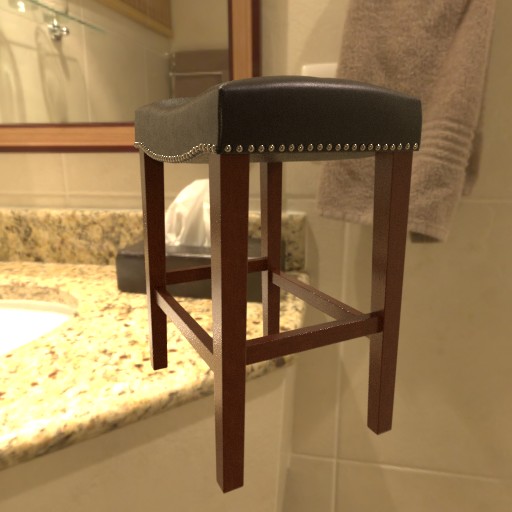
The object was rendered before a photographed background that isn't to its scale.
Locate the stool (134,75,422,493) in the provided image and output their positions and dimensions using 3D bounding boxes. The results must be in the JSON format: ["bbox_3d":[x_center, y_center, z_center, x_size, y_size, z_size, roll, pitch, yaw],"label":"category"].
[{"bbox_3d":[0.000,0.000,0.928,0.372,0.654,0.504,-7,16,-26],"label":"stool"}]
